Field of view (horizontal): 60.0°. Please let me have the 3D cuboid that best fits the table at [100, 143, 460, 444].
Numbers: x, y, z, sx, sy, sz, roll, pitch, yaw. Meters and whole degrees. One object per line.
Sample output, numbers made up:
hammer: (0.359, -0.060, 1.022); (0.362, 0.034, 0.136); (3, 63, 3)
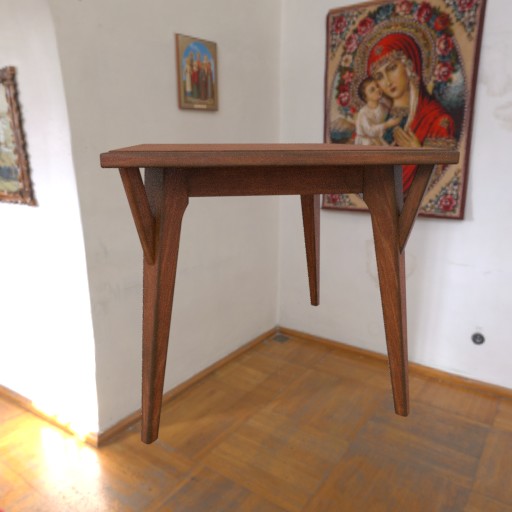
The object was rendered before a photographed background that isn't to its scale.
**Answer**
table: (0.000, 0.000, 1.576); (0.838, 0.761, 0.991); (-2, 15, -9)
